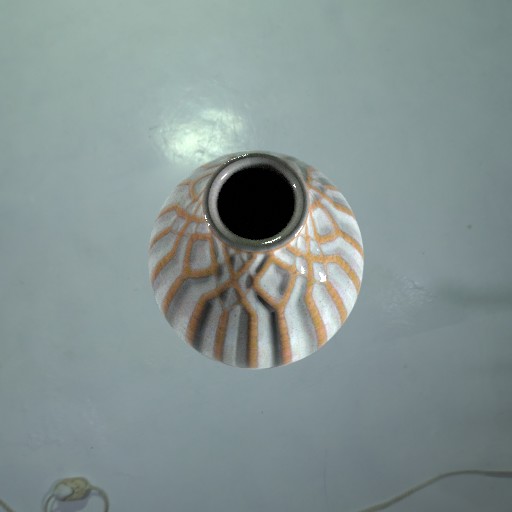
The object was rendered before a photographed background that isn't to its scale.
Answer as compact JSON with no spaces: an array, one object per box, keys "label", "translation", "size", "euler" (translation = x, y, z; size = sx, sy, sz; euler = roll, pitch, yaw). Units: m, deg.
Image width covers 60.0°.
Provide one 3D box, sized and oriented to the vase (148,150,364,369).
[{"label":"vase","translation":[0.000,0.000,0.265],"size":[0.131,0.175,0.131],"euler":[0,75,0]}]
